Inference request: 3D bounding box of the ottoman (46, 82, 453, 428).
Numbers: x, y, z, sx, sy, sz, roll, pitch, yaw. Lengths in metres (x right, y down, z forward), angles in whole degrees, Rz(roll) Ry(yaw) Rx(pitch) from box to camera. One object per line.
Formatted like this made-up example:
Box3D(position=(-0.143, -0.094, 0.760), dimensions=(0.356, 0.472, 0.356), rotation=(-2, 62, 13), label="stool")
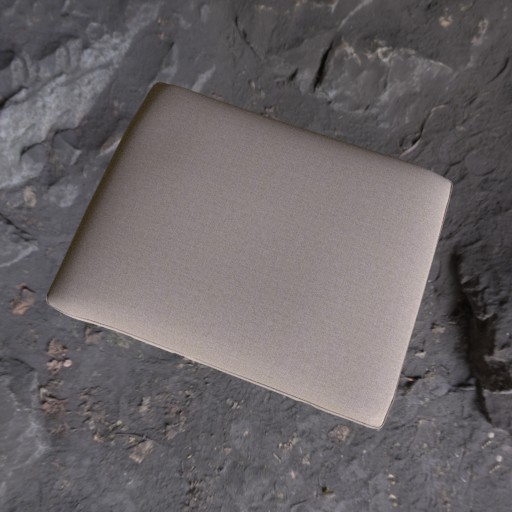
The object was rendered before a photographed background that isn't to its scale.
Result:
Box3D(position=(0.000, 0.000, 1.016), dimensions=(0.684, 0.463, 0.541), rotation=(20, 77, 5), label="ottoman")
